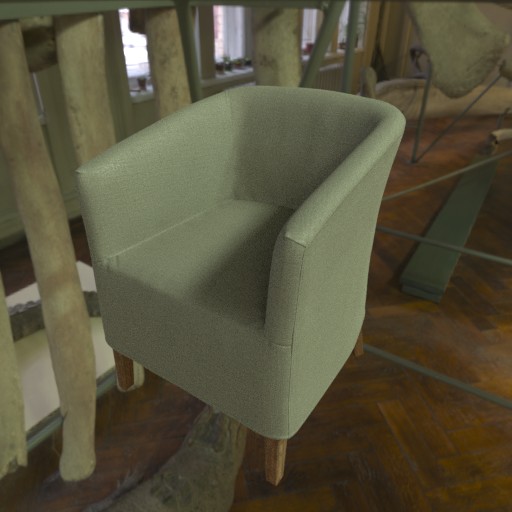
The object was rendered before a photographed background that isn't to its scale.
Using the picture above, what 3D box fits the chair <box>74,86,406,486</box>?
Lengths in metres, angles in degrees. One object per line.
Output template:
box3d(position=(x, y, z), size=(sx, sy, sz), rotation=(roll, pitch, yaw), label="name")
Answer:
box3d(position=(0.000, 0.000, 1.208), size=(0.600, 0.771, 0.668), rotation=(19, 36, 29), label="chair")
